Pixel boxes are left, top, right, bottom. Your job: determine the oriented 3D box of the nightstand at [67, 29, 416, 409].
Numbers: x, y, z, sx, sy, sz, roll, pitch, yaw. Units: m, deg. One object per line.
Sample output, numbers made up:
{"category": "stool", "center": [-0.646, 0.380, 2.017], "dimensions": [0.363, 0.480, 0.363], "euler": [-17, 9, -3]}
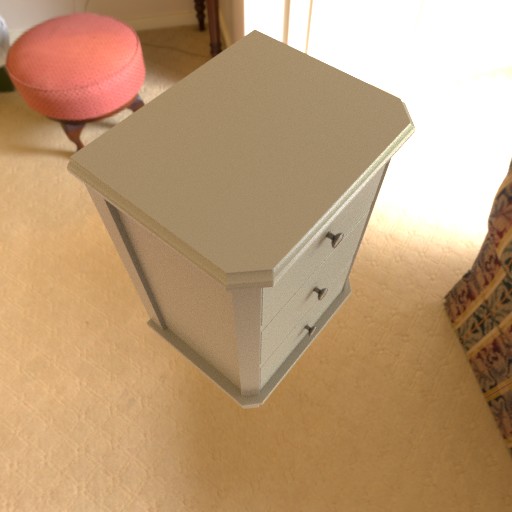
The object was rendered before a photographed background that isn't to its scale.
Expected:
{"category": "nightstand", "center": [0.000, 0.000, 0.943], "dimensions": [0.348, 0.680, 0.435], "euler": [35, 64, 20]}
